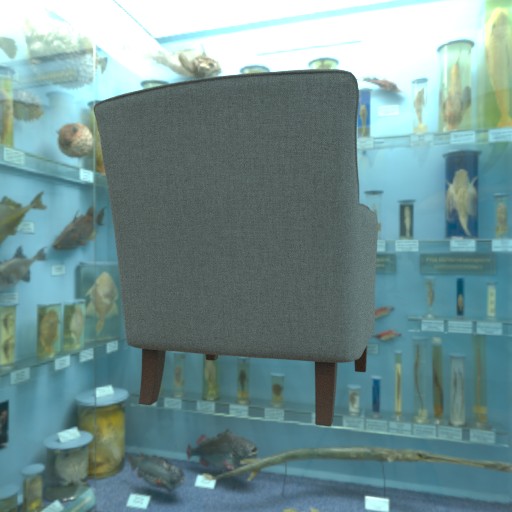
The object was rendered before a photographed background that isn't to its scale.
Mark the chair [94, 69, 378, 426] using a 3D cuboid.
[{"bbox_3d":[0.000,0.000,1.746,0.887,1.047,0.993,0,0,18],"label":"chair"}]
